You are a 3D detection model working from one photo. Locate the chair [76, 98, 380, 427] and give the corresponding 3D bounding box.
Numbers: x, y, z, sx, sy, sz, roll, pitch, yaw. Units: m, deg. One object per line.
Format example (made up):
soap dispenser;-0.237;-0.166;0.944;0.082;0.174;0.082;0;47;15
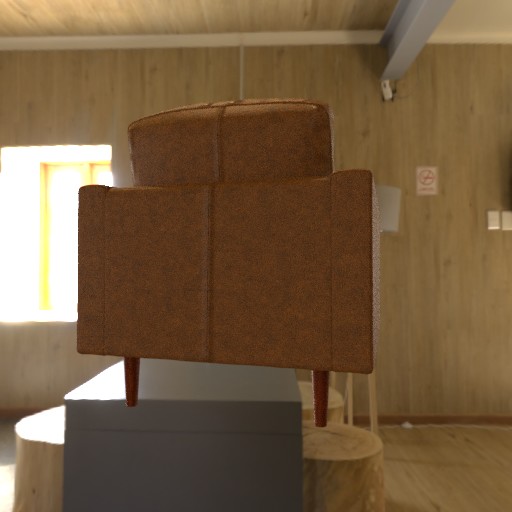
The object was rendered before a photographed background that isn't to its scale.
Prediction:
chair;0.000;0.000;1.676;0.890;0.956;0.909;0;-1;17
